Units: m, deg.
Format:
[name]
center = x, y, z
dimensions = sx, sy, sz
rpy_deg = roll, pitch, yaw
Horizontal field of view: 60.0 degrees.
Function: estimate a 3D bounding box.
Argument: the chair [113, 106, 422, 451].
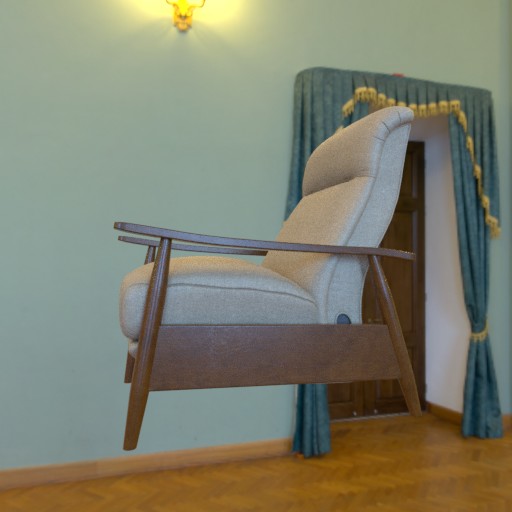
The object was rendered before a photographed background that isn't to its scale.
[chair]
center = 0.000, 0.000, 1.711
dimensions = 1.030, 1.082, 0.762
rpy_deg = 0, -1, -16
